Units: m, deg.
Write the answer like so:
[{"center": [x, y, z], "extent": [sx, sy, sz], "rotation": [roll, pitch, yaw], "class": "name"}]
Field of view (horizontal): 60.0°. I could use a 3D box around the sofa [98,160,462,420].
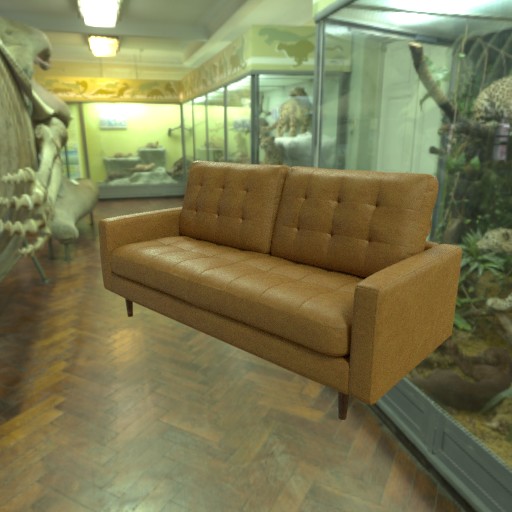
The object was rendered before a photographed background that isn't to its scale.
[{"center": [0.000, 0.000, 2.307], "extent": [1.821, 0.898, 0.850], "rotation": [14, 20, 41], "class": "sofa"}]
